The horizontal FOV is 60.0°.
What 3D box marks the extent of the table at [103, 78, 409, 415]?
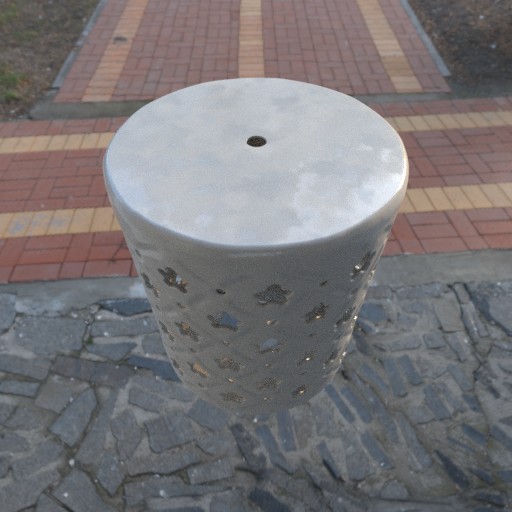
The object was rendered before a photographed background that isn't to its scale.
[{"bbox_3d":[0.000,0.000,0.651,0.352,0.387,0.352,0,47,0],"label":"table"}]
